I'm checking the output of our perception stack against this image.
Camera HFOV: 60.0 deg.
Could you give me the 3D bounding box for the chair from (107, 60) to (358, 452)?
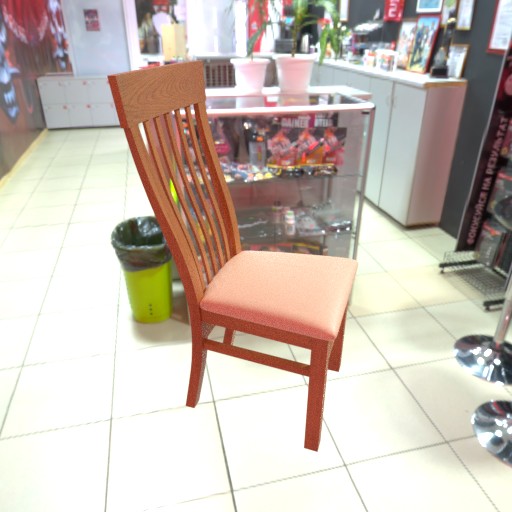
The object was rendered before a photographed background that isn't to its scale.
[{"bbox_3d":[0.000,0.000,1.350,0.580,1.050,0.450,9,29,17],"label":"chair"}]
